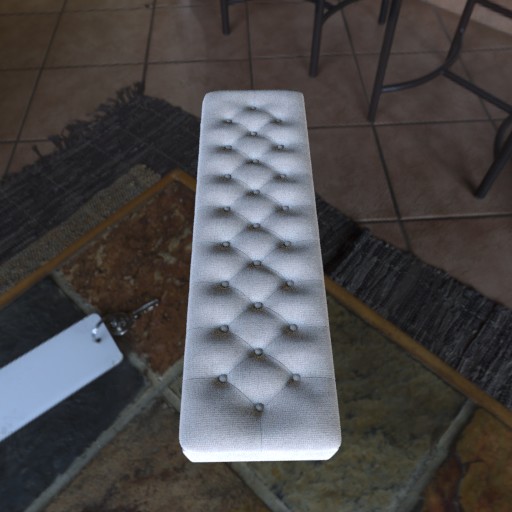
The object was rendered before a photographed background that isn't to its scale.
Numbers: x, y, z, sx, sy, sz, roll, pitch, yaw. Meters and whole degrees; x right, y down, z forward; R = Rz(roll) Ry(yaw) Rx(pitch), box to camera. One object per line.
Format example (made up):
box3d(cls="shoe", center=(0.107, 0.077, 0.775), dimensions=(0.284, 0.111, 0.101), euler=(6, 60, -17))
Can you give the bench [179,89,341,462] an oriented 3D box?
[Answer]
box3d(cls="bench", center=(0.000, 0.000, 1.751), dimensions=(0.455, 0.467, 1.480), euler=(-1, 58, -1))
